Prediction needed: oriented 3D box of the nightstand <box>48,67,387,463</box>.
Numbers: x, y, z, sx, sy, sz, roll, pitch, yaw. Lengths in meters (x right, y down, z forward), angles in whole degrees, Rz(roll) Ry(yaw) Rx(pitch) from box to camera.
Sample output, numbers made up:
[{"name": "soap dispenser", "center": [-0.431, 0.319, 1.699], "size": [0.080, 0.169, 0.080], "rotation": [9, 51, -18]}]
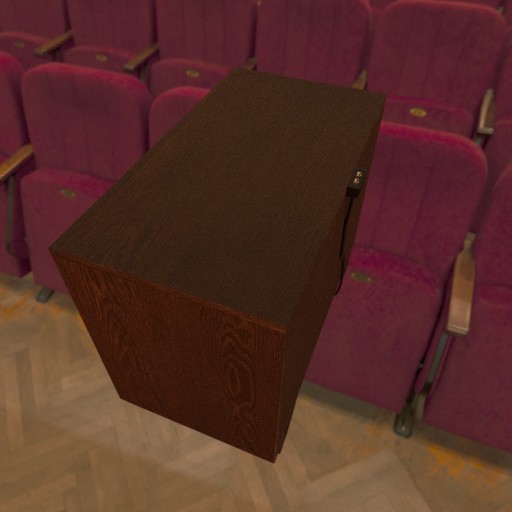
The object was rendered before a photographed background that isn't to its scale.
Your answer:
[{"name": "nightstand", "center": [0.000, 0.000, 1.159], "size": [0.457, 0.612, 0.775], "rotation": [16, 48, 15]}]
